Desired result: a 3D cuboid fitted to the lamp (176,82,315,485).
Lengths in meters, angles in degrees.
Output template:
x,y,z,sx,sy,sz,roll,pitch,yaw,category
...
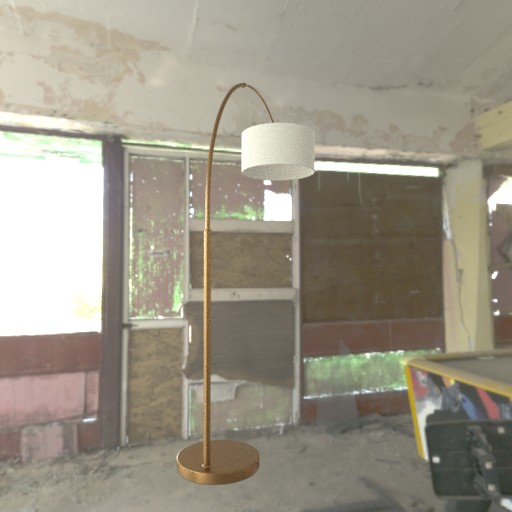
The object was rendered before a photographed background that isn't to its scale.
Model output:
x,y,z,sx,sy,sz,roll,pitch,yaw,category
0.000,0.000,2.534,0.493,1.927,1.434,-1,-2,19,lamp
